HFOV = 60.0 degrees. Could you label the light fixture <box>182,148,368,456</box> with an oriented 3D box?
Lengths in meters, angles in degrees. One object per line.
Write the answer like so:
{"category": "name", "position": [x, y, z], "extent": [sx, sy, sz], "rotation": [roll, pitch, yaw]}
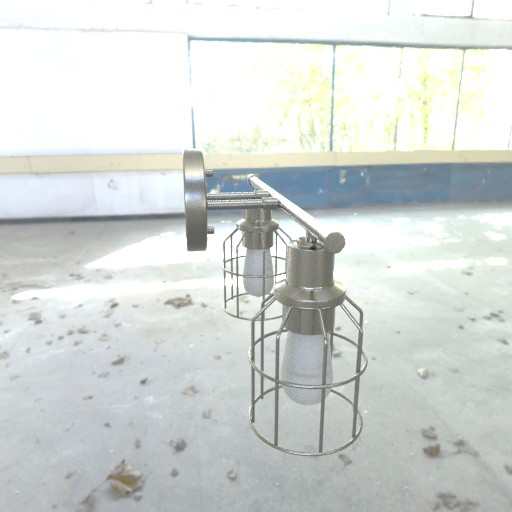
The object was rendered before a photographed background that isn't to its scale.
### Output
{"category": "light fixture", "position": [0.000, 0.000, 0.537], "extent": [0.165, 0.254, 0.406], "rotation": [-3, 17, -9]}
